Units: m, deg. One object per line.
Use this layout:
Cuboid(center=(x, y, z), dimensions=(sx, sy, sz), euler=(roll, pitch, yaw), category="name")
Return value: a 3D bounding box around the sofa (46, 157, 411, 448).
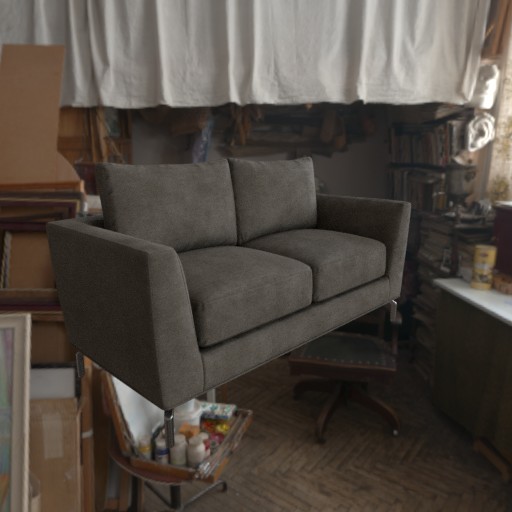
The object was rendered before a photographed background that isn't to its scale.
Cuboid(center=(0.000, 0.000, 2.362), dimensions=(0.855, 1.013, 1.832), euler=(13, 19, 43), category="sofa")
